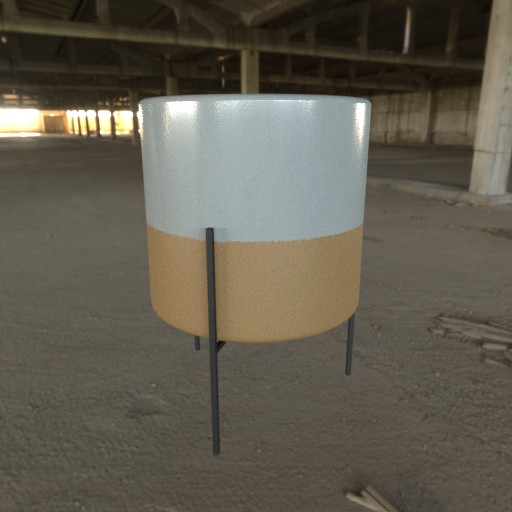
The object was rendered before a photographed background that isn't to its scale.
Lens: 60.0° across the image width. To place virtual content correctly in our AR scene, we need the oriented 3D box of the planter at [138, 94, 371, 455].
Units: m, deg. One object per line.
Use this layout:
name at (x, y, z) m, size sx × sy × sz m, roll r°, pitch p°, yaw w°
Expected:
planter at (0.000, 0.000, 0.653) m, size 0.310 × 0.432 × 0.310 m, roll -8°, pitch 19°, yaw -26°
